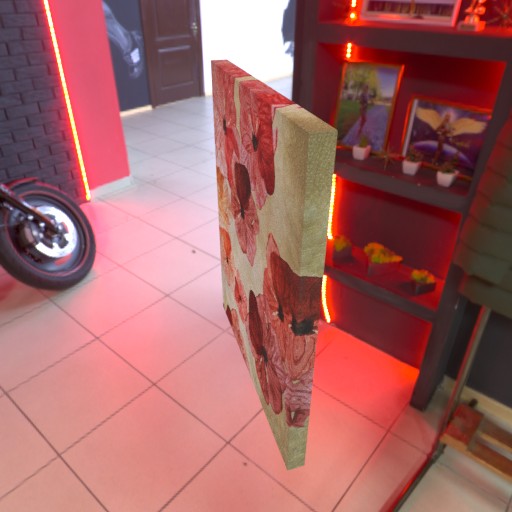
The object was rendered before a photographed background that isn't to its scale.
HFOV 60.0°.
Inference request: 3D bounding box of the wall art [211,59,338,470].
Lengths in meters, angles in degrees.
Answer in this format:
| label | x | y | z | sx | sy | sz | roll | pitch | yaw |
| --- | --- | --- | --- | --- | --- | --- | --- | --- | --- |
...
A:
| label | x | y | z | sx | sy | sz | roll | pitch | yaw |
| --- | --- | --- | --- | --- | --- | --- | --- | --- | --- |
| wall art | 0.000 | 0.000 | 0.692 | 0.028 | 0.508 | 0.406 | -9 | 34 | -14 |
